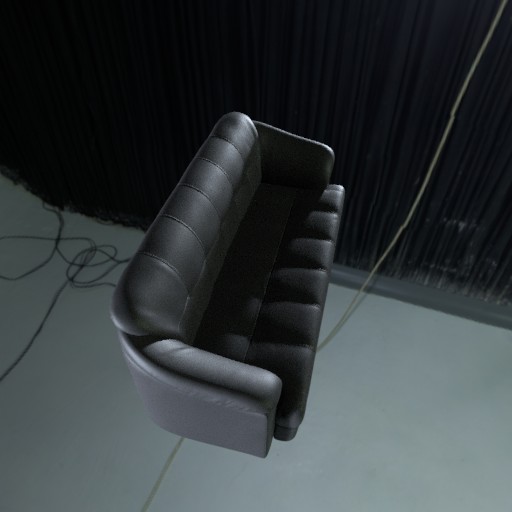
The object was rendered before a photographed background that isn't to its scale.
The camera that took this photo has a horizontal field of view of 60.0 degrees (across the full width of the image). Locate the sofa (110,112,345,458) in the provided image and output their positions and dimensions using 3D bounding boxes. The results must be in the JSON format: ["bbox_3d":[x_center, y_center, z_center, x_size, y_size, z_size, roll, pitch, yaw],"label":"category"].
[{"bbox_3d":[0.000,0.000,2.348,0.800,0.811,1.829,10,46,10],"label":"sofa"}]
